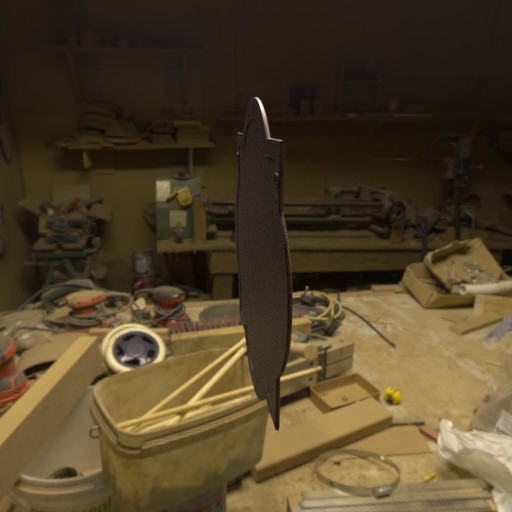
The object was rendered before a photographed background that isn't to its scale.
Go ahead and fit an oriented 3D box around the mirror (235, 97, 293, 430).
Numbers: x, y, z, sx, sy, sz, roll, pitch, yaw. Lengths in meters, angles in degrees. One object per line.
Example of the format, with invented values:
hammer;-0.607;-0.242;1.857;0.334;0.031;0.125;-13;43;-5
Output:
mirror;0.000;0.000;1.043;0.019;0.686;0.686;-3;17;-9
